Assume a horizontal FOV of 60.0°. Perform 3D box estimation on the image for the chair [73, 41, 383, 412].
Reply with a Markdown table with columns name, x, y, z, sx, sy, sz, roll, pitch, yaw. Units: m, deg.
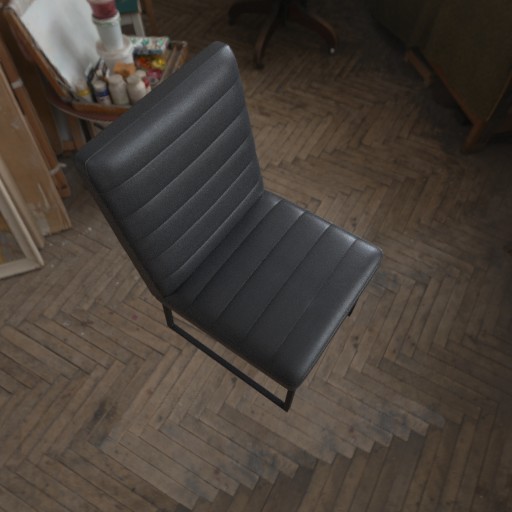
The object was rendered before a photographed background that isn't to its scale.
| name | x | y | z | sx | sy | sz | roll | pitch | yaw |
| --- | --- | --- | --- | --- | --- | --- | --- | --- | --- |
| chair | 0.000 | 0.000 | 1.336 | 0.634 | 0.930 | 0.520 | 31 | 64 | 17 |
